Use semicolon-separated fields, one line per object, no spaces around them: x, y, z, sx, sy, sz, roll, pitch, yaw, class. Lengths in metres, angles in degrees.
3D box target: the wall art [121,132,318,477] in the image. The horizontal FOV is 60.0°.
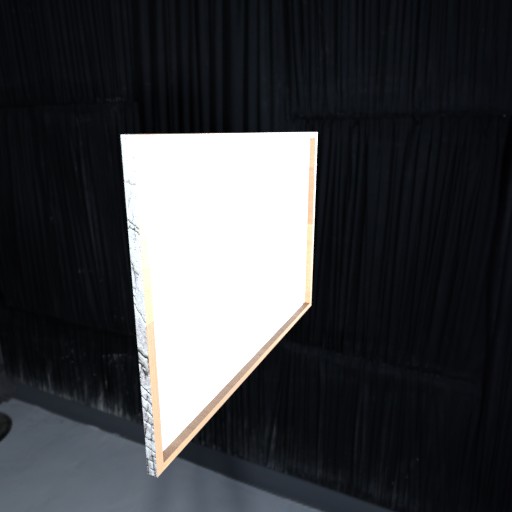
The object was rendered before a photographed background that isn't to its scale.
0.000;0.000;1.133;0.023;0.607;0.914;7;17;24;wall art
